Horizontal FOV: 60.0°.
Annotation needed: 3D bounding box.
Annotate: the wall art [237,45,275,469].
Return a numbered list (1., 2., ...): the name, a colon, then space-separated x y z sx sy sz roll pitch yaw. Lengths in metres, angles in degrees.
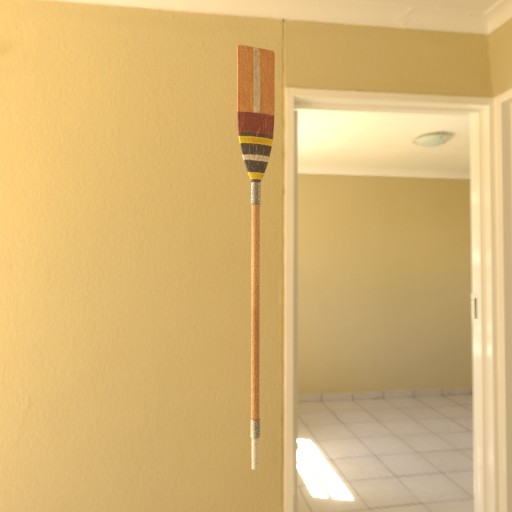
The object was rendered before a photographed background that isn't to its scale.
1. wall art: 0.000 0.000 1.639 0.146 1.556 0.038 0 -2 -19
